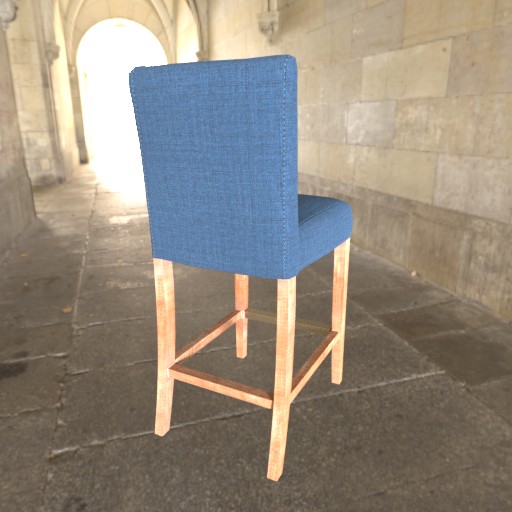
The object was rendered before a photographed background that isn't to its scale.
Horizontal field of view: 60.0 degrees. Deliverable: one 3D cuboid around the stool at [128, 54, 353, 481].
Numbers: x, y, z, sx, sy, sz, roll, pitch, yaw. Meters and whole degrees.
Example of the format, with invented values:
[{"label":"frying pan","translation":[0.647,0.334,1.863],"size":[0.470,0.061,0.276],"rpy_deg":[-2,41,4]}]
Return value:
[{"label":"stool","translation":[0.000,0.000,1.343],"size":[0.454,1.039,0.567],"rpy_deg":[9,19,26]}]
